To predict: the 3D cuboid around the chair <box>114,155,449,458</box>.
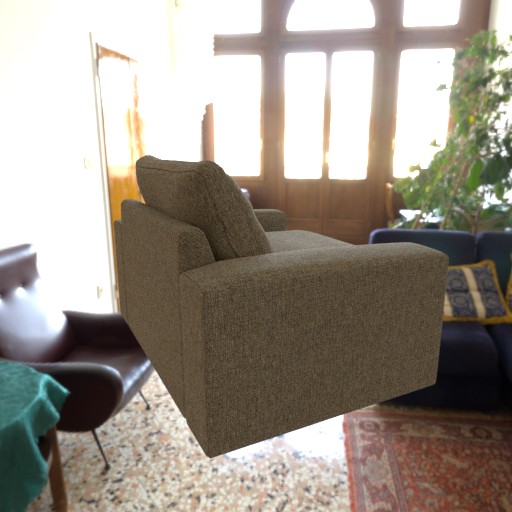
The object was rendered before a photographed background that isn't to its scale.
[{"bbox_3d":[0.000,0.000,2.067,1.039,0.915,1.398,-7,15,-26],"label":"chair"}]
